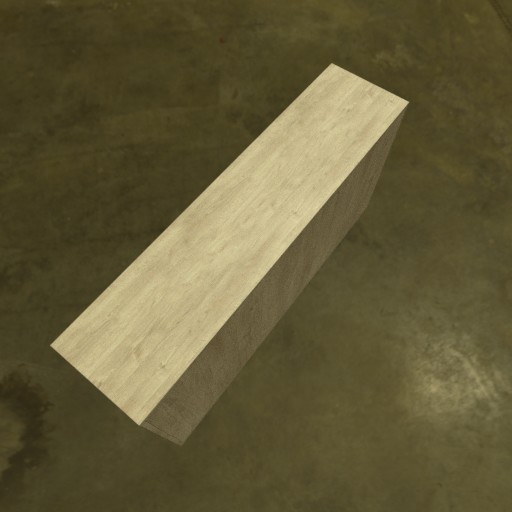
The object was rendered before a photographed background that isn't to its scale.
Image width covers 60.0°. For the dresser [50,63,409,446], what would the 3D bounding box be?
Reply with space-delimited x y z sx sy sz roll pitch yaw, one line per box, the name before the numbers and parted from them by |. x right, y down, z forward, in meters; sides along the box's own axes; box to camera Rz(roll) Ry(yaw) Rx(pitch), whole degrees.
dresser | 0.000 0.000 1.953 0.390 0.795 1.590 34 68 16
